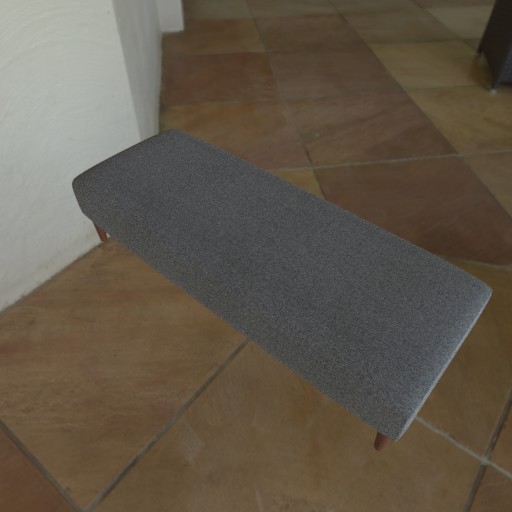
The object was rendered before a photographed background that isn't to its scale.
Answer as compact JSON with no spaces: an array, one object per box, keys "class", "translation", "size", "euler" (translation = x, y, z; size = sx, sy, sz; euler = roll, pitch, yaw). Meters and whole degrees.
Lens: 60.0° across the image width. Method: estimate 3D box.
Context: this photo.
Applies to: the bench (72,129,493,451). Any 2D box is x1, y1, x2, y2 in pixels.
[{"class":"bench","translation":[0.000,0.000,1.789],"size":[1.598,0.384,0.631],"euler":[32,53,27]}]
